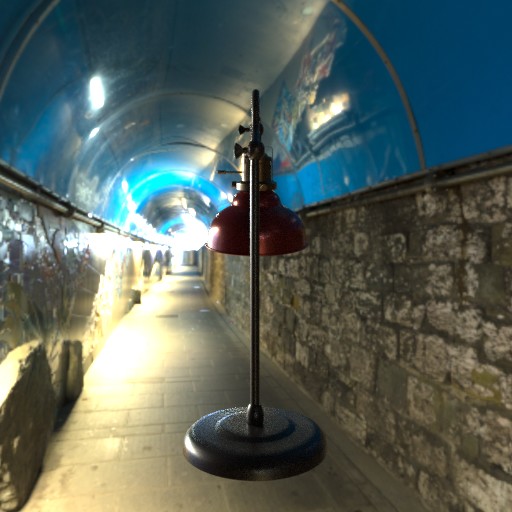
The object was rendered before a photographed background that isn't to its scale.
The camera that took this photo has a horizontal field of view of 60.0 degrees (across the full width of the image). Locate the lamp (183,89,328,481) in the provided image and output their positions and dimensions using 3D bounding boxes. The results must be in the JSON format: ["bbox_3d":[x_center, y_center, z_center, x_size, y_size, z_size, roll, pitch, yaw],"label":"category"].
[{"bbox_3d":[0.000,0.000,0.686,0.192,0.508,0.374,0,0,1],"label":"lamp"}]
